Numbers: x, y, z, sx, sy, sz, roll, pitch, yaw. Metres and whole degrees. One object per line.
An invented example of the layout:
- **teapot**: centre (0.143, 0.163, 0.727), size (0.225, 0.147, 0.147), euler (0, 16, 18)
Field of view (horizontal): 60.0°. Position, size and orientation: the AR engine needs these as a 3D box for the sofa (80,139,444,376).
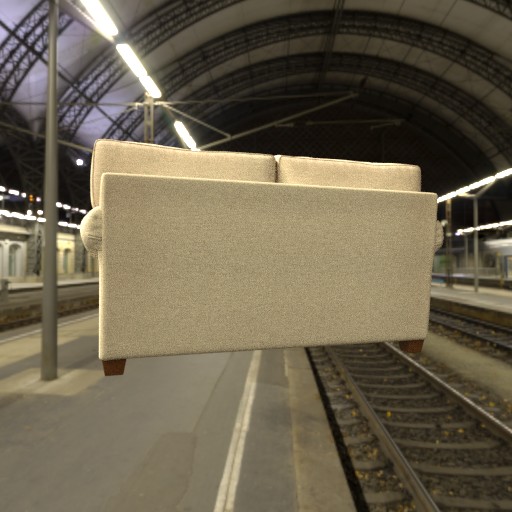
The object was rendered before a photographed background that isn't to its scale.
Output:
- **sofa**: centre (0.000, 0.000, 2.329), size (1.701, 0.966, 0.966), euler (0, -1, -19)
